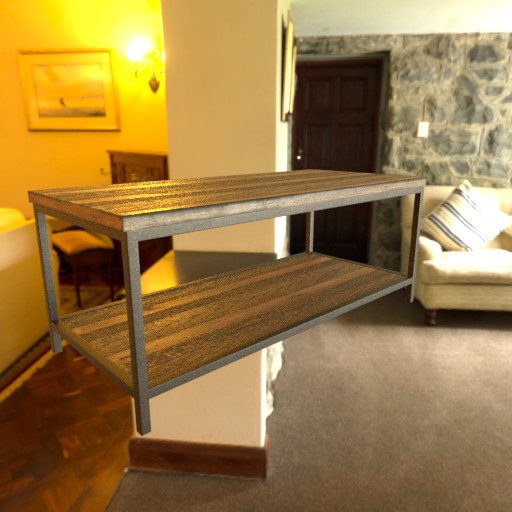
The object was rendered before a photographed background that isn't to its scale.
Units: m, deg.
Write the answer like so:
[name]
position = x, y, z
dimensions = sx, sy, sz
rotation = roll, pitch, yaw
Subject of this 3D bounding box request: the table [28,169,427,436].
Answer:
[table]
position = 0.000, 0.000, 1.220
dimensions = 0.990, 0.399, 0.452
rotation = -14, 20, -41
